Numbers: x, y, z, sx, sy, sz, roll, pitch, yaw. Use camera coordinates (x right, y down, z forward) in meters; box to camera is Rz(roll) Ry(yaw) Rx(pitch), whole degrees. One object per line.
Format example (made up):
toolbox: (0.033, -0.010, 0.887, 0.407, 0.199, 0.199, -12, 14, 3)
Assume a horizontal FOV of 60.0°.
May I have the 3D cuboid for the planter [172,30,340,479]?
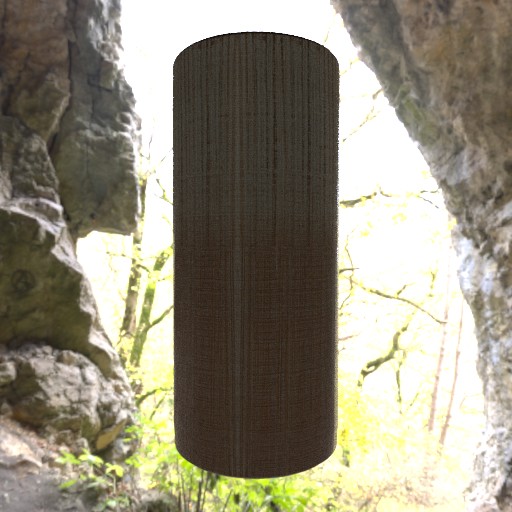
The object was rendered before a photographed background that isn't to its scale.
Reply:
planter: (0.000, 0.000, 0.271, 0.100, 0.227, 0.100, -1, 2, -36)
